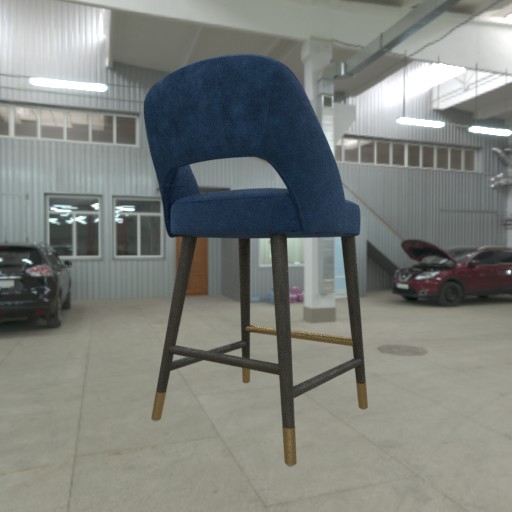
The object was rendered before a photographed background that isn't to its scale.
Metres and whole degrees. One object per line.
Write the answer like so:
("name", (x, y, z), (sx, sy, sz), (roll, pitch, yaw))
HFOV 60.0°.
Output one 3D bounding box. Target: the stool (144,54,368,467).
("stool", (0.000, 0.000, 1.254), (0.536, 0.925, 0.524), (1, 1, 35))
